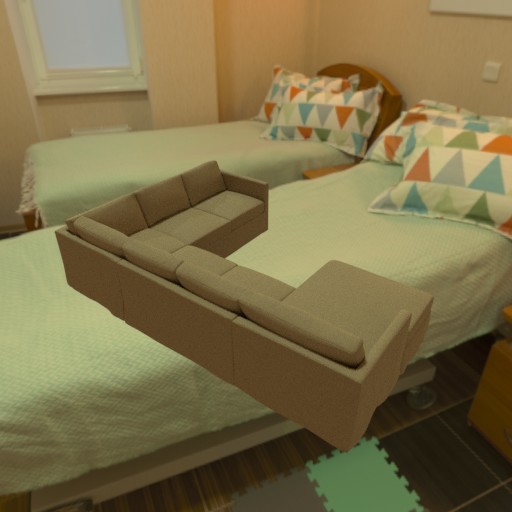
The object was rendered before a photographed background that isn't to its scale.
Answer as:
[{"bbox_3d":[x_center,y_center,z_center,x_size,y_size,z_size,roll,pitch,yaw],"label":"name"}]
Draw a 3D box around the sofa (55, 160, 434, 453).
[{"bbox_3d":[0.000,0.000,4.654,3.528,0.878,2.476,21,37,31],"label":"sofa"}]
